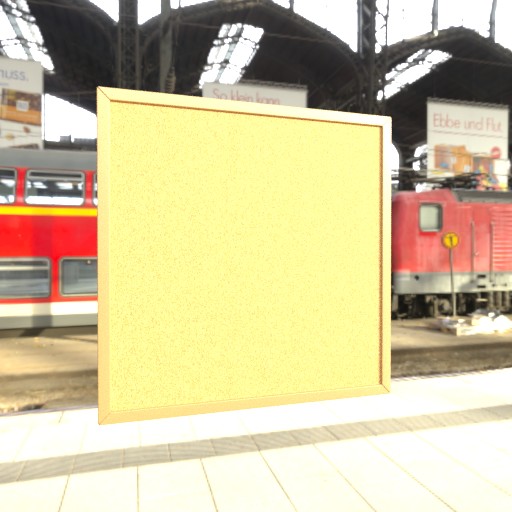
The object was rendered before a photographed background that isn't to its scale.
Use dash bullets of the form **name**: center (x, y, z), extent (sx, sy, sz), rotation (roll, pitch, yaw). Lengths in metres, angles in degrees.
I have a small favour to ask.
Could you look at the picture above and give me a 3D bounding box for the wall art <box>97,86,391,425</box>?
- **wall art**: center (0.000, 0.000, 0.757), extent (0.509, 0.509, 0.036), rotation (0, 1, -17)
